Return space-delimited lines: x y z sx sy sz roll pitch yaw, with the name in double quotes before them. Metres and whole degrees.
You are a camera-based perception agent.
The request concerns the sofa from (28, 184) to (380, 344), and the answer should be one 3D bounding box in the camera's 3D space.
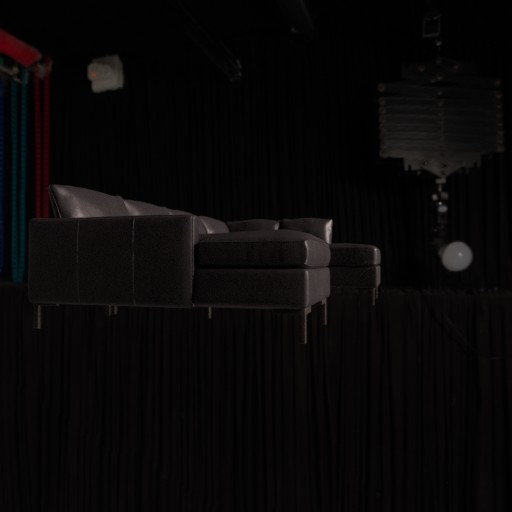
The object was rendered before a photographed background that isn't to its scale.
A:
"sofa" 0.000 0.000 3.750 1.939 0.900 2.956 0 -1 18
